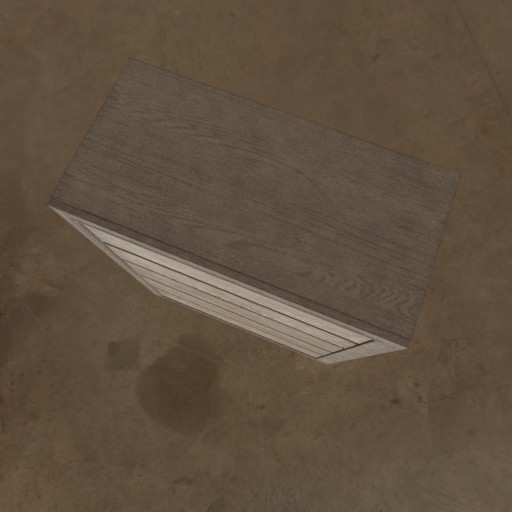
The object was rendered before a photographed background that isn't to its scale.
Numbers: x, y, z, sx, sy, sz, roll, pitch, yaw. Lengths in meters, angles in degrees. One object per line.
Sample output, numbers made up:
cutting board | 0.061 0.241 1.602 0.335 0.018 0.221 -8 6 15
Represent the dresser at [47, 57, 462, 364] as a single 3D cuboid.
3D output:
dresser | 0.000 0.000 1.771 0.967 1.295 0.483 21 76 6
